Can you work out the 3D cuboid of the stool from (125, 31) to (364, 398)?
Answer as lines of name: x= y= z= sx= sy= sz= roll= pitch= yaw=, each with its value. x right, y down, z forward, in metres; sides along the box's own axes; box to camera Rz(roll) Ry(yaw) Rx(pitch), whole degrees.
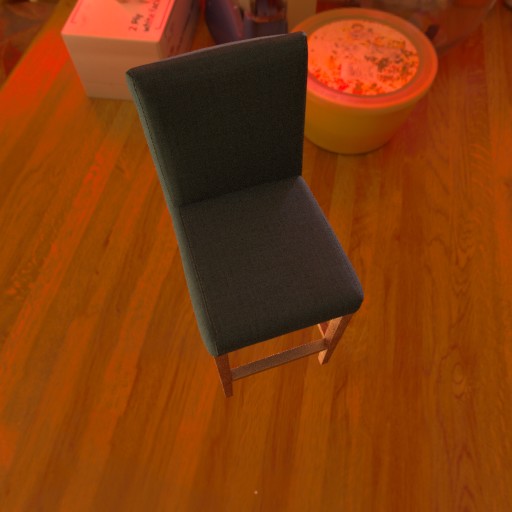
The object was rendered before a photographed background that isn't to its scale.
stool: x=0.000 y=0.000 z=1.367 sx=0.454 sy=1.088 sz=0.574 roll=-17 pitch=63 yaw=-9
